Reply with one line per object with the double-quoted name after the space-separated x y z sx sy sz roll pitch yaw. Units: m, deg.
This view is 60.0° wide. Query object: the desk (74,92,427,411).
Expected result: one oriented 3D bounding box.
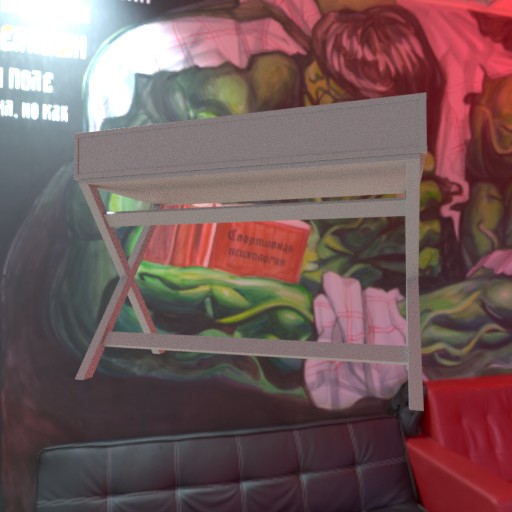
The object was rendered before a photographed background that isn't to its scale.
0.000 0.000 1.495 1.057 0.780 0.525 -1 -2 18 "desk"
